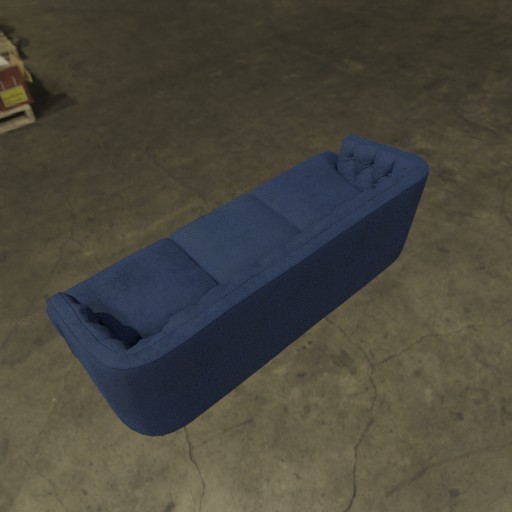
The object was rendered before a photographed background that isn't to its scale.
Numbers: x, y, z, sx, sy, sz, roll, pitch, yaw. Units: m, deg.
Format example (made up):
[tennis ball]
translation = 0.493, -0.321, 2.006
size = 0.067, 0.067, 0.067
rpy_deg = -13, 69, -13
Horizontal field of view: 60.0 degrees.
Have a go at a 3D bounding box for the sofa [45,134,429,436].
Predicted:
[sofa]
translation = 0.000, 0.000, 2.688
size = 2.278, 0.855, 0.941
rpy_deg = -32, 55, -27
